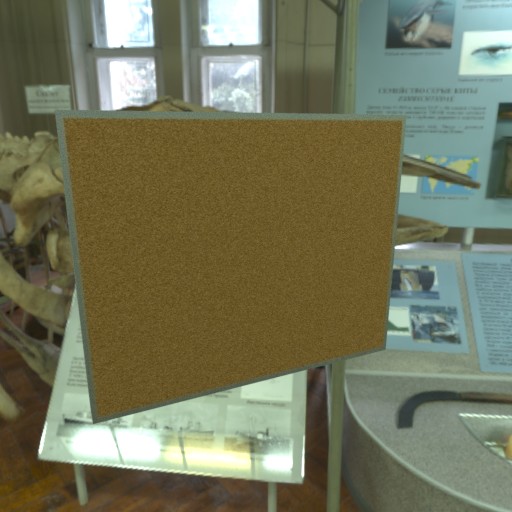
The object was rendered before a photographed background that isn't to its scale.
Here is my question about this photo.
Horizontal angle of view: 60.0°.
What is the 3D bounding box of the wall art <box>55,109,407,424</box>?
[{"bbox_3d":[0.000,0.000,0.733,0.557,0.450,0.037,-7,18,-24],"label":"wall art"}]
